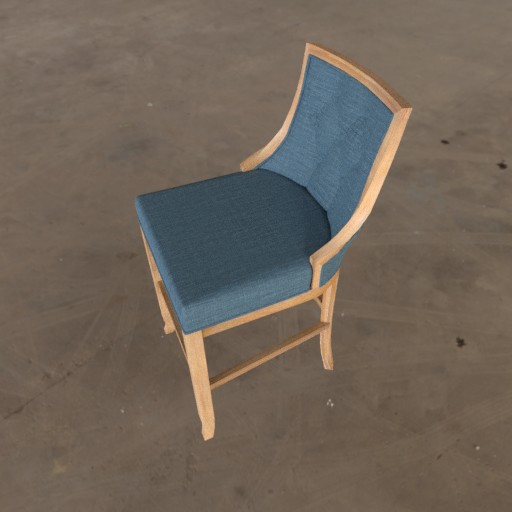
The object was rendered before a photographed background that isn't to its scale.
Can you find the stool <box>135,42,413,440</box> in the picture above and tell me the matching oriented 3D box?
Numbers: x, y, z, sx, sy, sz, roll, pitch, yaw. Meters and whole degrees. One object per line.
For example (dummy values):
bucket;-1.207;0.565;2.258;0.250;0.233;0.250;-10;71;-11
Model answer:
stool;0.000;0.000;1.424;0.626;1.101;0.524;-18;48;-17
